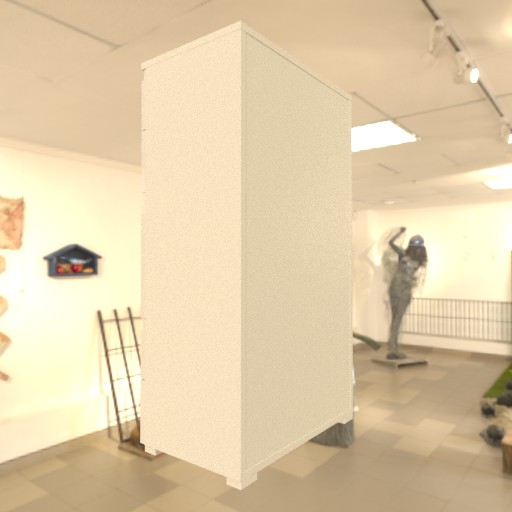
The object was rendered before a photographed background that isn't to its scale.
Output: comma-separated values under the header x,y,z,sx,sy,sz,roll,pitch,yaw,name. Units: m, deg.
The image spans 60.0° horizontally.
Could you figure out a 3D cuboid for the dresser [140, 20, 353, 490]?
x,y,z,sx,sy,sz,roll,pitch,yaw,name
0.000,0.000,1.501,0.400,1.190,0.650,-1,-1,37,dresser
